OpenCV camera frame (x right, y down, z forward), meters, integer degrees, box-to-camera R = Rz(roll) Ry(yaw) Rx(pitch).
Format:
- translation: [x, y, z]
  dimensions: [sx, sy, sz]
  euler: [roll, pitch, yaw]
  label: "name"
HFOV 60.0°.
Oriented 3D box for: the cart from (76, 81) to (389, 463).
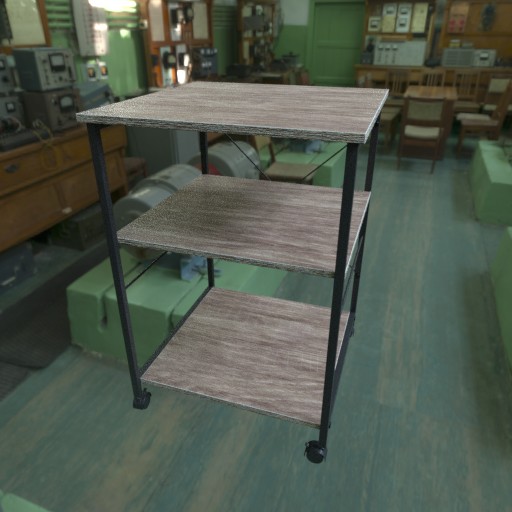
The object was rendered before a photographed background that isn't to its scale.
- translation: [0.000, 0.000, 1.132]
  dimensions: [0.521, 0.762, 0.520]
  euler: [9, 29, 16]
  label: "cart"
